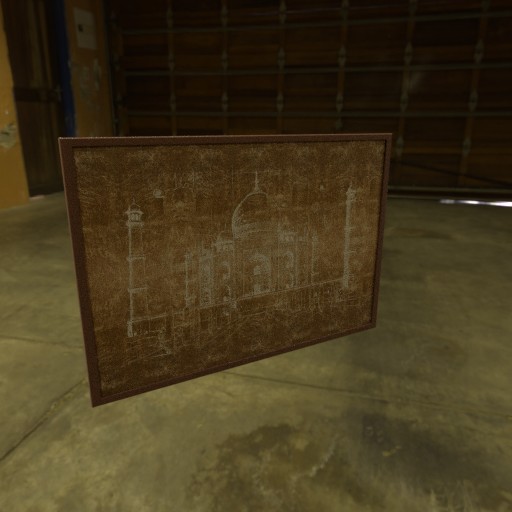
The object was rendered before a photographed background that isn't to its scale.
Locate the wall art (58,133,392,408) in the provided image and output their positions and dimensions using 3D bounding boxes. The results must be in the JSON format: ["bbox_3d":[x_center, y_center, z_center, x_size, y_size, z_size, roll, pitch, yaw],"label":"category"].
[{"bbox_3d":[0.000,0.000,0.866,0.660,0.455,0.014,-9,19,-28],"label":"wall art"}]
